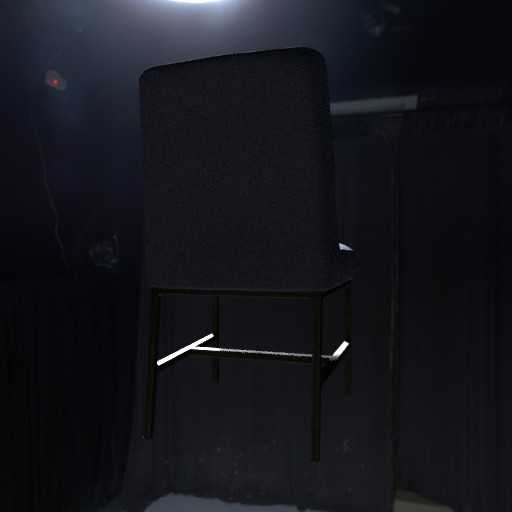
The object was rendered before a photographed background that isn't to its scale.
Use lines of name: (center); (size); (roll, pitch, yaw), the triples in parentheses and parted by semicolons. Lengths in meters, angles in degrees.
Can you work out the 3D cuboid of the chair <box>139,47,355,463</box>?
chair: (0.000, 0.000, 1.245); (0.508, 0.889, 0.587); (0, 0, 17)
